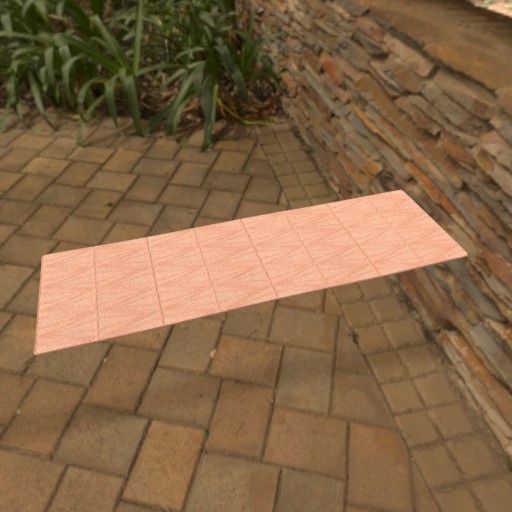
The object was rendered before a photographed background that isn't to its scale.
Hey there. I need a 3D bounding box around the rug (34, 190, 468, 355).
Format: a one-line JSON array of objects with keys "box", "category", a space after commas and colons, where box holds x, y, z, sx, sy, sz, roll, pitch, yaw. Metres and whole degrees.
[{"box": [0.000, 0.000, 2.636, 2.435, 0.015, 0.760, -12, 42, -13], "category": "rug"}]
